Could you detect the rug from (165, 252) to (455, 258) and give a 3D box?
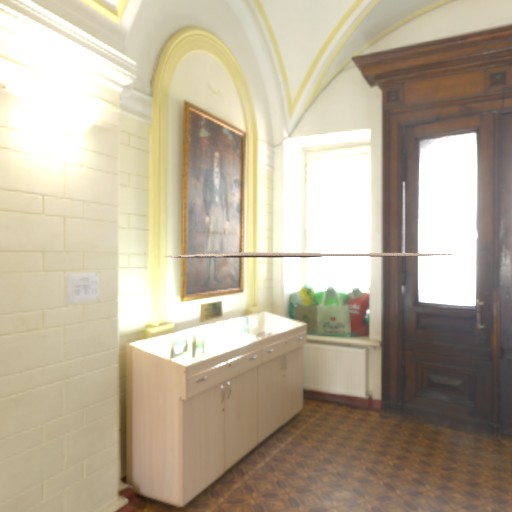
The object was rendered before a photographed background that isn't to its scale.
[{"bbox_3d":[0.000,0.000,2.678,0.857,0.018,2.383,0,0,-17],"label":"rug"}]
